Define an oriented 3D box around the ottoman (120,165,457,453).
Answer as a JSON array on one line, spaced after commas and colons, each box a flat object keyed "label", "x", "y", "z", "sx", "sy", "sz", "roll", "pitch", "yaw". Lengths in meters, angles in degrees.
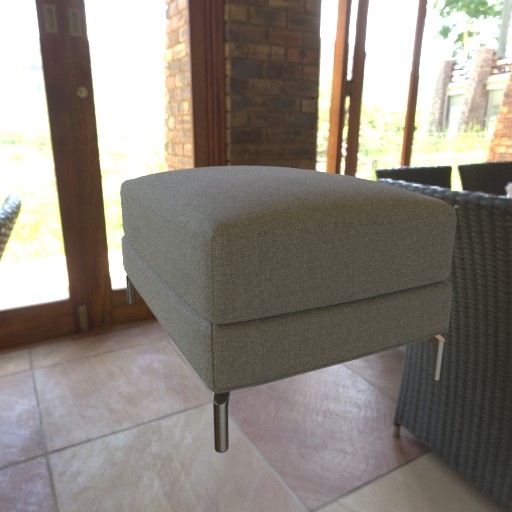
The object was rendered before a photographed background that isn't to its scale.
[{"label": "ottoman", "x": 0.000, "y": 0.000, "z": 1.190, "sx": 0.584, "sy": 0.457, "sz": 0.838, "roll": -8, "pitch": 17, "yaw": -25}]
